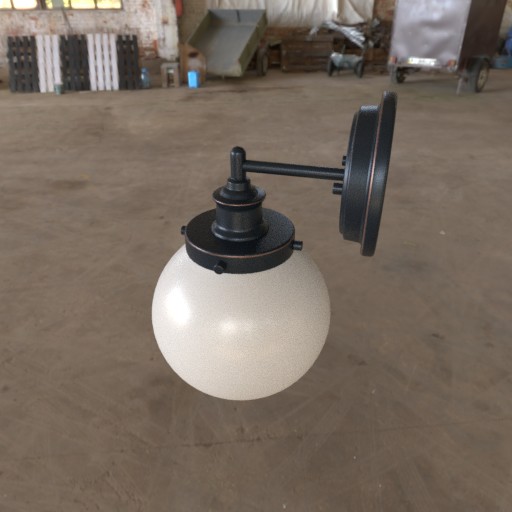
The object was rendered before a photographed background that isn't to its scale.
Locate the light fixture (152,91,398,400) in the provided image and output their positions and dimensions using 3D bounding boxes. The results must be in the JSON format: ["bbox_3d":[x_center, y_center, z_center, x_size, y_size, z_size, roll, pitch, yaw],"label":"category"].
[{"bbox_3d":[0.000,0.000,0.458,0.230,0.332,0.197,8,32,13],"label":"light fixture"}]
